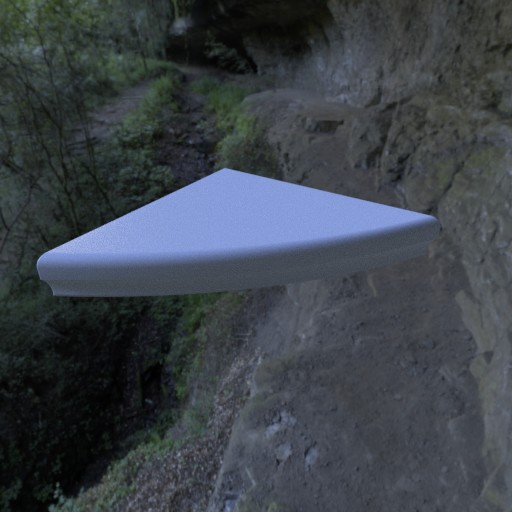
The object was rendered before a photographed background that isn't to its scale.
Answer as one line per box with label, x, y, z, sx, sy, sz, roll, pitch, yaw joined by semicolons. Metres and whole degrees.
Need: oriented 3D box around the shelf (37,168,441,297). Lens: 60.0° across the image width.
shelf;0.000;0.000;0.480;0.310;0.050;0.310;18;35;28
